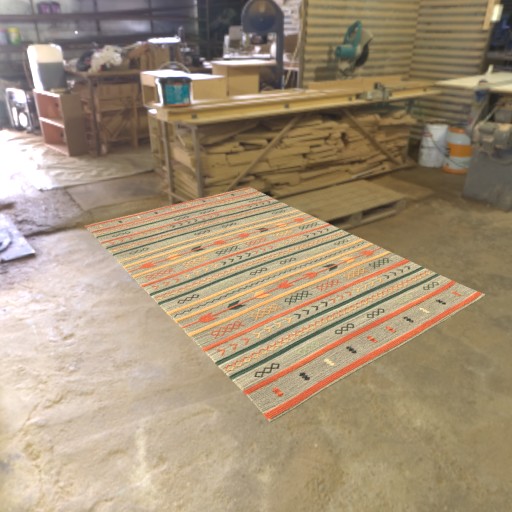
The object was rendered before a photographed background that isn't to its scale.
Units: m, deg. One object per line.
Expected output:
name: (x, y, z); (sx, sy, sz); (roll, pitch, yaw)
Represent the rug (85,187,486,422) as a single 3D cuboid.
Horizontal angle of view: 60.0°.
rug: (0.000, 0.000, 2.326); (1.220, 0.017, 1.835); (-19, 33, -31)
